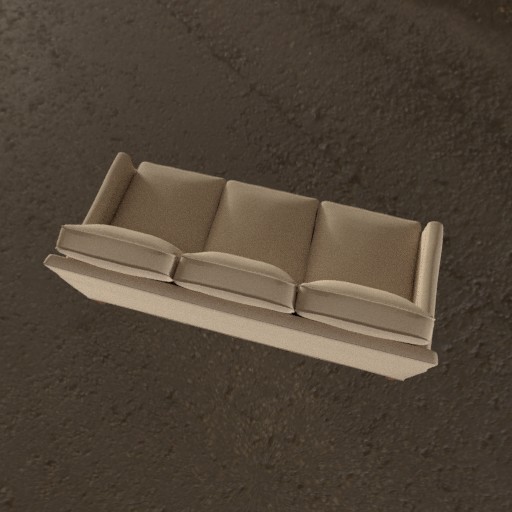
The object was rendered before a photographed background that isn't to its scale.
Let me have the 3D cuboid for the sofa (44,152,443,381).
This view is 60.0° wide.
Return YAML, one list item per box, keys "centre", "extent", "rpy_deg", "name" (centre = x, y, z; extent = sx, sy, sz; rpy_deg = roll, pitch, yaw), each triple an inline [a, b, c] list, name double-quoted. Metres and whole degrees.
- centre: [0.000, 0.000, 2.866]
  extent: [2.246, 1.003, 1.084]
  rpy_deg: [13, 64, 7]
  name: "sofa"
